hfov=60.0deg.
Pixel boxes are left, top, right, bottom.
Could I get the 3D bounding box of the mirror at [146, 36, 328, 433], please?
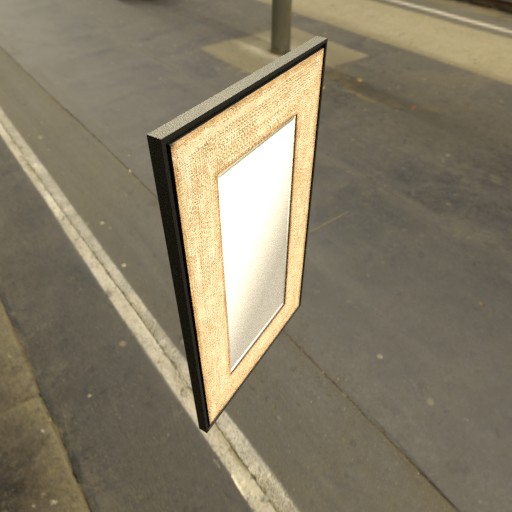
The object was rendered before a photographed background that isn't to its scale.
[{"bbox_3d":[0.000,0.000,1.524,0.038,1.219,0.762,23,47,23],"label":"mirror"}]
